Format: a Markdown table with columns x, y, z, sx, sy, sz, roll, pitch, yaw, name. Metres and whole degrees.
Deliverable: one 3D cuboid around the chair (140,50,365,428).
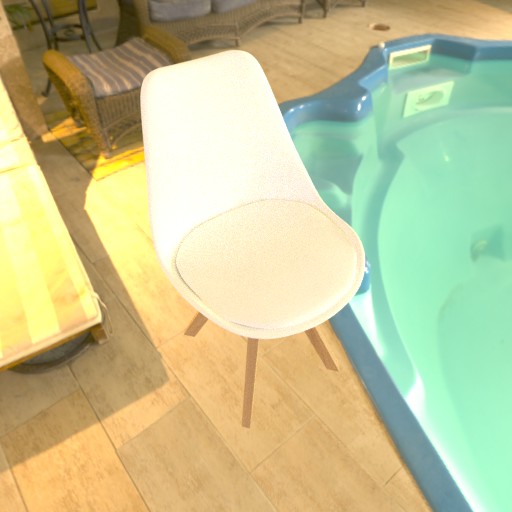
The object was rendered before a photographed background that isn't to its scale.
| x | y | z | sx | sy | sz | roll | pitch | yaw | name |
| --- | --- | --- | --- | --- | --- | --- | --- | --- | --- |
| 0.000 | 0.000 | 1.168 | 0.485 | 0.849 | 0.550 | -25 | 51 | -22 | chair |
